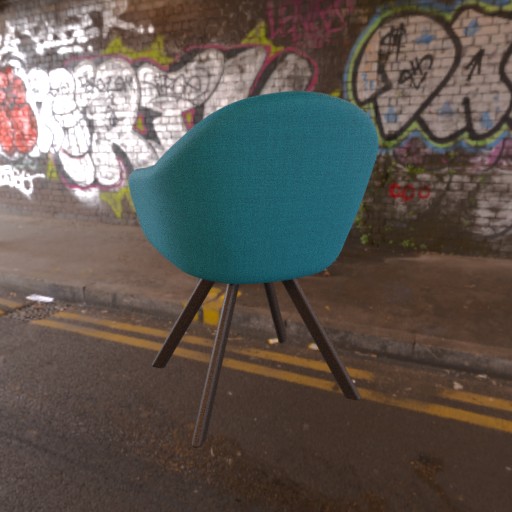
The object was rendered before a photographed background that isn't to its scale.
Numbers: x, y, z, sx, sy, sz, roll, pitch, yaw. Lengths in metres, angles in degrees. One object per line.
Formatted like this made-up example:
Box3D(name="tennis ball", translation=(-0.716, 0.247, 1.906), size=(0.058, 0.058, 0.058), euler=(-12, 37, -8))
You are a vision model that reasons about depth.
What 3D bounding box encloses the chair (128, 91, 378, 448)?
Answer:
Box3D(name="chair", translation=(0.000, 0.000, 1.200), size=(0.590, 0.795, 0.550), euler=(-6, 15, -24))
